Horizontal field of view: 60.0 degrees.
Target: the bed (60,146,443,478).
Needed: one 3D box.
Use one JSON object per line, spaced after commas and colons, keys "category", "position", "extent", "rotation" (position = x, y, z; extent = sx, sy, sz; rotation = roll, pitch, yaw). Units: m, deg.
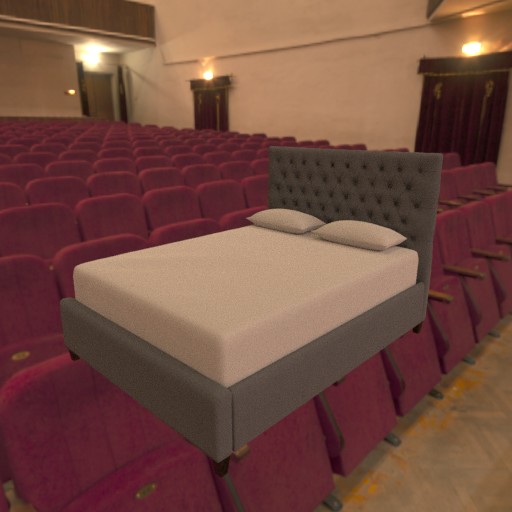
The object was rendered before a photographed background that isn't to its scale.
{"category": "bed", "position": [0.000, 0.000, 3.210], "extent": [1.698, 1.427, 2.231], "rotation": [15, 22, 42]}
